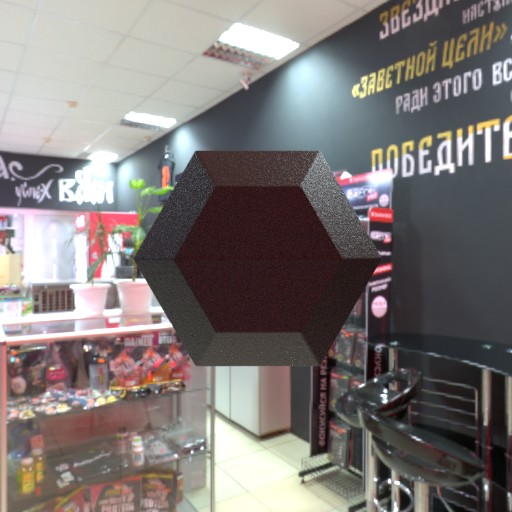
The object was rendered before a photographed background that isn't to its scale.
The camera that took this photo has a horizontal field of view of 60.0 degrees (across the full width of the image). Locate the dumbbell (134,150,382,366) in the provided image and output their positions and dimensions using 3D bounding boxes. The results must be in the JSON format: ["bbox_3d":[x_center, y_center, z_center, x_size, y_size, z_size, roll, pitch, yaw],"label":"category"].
[{"bbox_3d":[0.000,0.000,0.332,0.122,0.106,0.271,0,1,0],"label":"dumbbell"}]
